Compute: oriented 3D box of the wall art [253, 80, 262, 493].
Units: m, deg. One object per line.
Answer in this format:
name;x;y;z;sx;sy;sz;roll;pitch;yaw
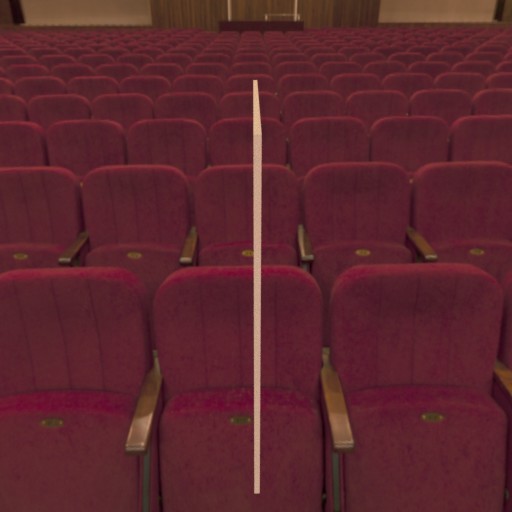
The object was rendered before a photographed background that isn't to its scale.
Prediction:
wall art;0.000;0.000;1.193;0.012;0.809;0.809;0;27;0
